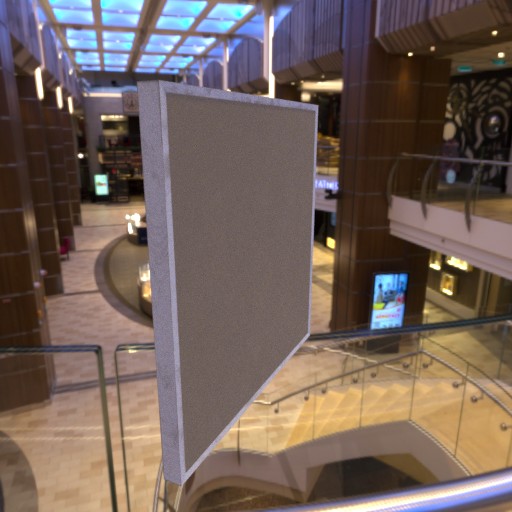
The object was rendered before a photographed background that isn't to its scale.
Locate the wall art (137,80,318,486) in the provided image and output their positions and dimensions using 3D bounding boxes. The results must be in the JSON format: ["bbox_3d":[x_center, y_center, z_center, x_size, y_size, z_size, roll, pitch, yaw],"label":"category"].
[{"bbox_3d":[0.000,0.000,0.747,0.029,0.506,0.508,8,17,25],"label":"wall art"}]
